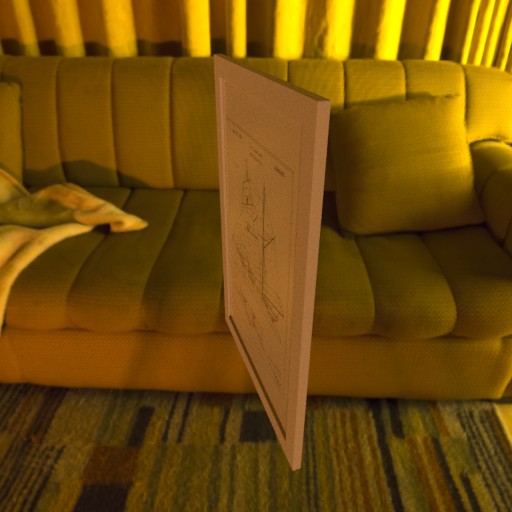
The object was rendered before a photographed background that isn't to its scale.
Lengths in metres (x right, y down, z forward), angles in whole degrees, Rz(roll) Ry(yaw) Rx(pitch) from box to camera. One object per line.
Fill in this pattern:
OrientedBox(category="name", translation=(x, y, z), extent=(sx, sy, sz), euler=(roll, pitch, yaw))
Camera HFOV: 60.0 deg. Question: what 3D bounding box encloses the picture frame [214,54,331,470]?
OrientedBox(category="picture frame", translation=(0.000, 0.000, 0.589), extent=(0.011, 0.459, 0.326), euler=(-10, 32, -16))
